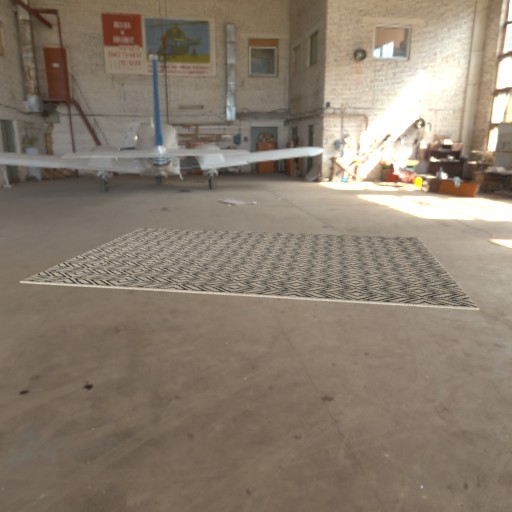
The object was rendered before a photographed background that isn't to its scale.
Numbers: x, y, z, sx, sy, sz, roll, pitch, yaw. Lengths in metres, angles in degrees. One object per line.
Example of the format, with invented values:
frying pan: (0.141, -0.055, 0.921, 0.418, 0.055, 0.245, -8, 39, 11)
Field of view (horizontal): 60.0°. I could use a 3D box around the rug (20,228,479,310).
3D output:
rug: (0.000, 0.000, 2.311, 1.828, 0.007, 1.220, 3, 15, 10)
